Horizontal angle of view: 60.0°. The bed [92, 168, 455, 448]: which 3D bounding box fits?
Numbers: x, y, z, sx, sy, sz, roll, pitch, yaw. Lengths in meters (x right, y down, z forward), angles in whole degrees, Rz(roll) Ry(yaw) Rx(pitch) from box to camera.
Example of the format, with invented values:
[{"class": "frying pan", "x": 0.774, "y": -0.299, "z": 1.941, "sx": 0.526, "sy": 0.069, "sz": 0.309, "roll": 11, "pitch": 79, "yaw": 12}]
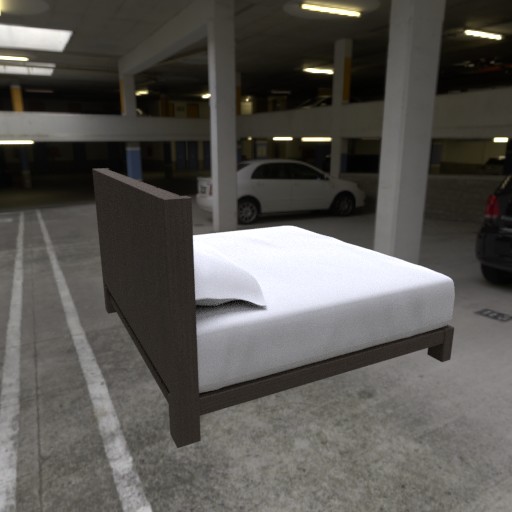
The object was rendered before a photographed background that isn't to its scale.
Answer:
[{"class": "bed", "x": 0.000, "y": 0.000, "z": 3.451, "sx": 2.012, "sy": 1.270, "sz": 2.134, "roll": -8, "pitch": 17, "yaw": -26}]
